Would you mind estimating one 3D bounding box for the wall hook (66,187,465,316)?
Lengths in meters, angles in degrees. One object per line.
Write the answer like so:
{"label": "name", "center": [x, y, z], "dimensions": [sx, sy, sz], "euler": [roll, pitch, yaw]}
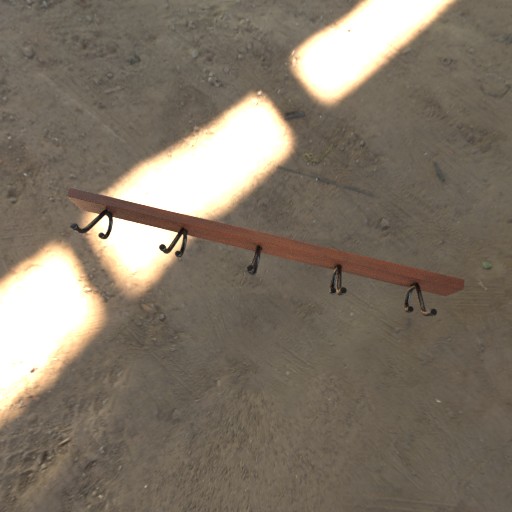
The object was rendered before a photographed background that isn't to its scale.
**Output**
{"label": "wall hook", "center": [0.000, 0.000, 0.617], "dimensions": [0.571, 0.117, 0.071], "euler": [13, 76, 3]}
